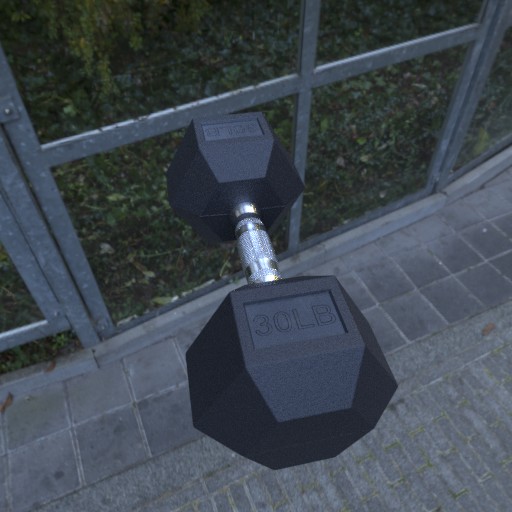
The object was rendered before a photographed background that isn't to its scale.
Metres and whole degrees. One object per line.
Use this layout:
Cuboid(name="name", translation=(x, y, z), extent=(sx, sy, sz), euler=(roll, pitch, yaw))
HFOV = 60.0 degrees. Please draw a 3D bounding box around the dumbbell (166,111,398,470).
Cuboid(name="dumbbell", translation=(0.000, 0.000, 0.395), extent=(0.142, 0.123, 0.337), euler=(-8, 46, -8))
